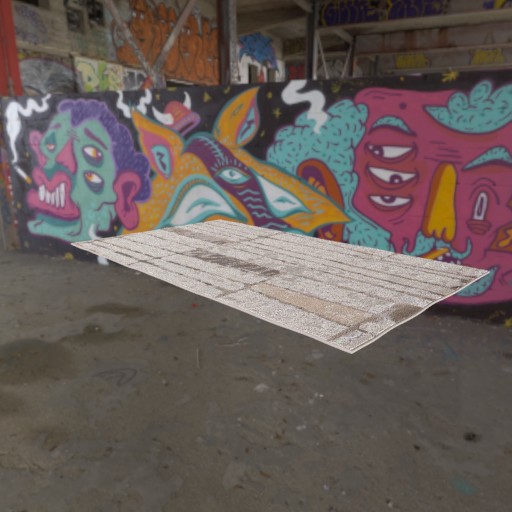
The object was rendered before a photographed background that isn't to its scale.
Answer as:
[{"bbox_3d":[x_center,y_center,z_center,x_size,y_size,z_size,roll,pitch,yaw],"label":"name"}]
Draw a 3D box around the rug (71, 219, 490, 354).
[{"bbox_3d":[0.000,0.000,1.043,0.515,0.007,0.867,-14,20,-43],"label":"rug"}]
